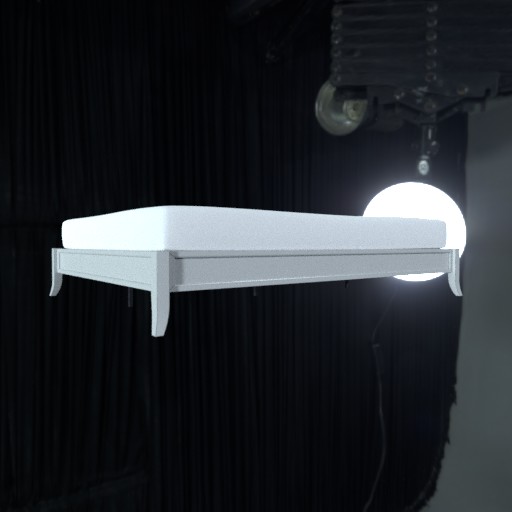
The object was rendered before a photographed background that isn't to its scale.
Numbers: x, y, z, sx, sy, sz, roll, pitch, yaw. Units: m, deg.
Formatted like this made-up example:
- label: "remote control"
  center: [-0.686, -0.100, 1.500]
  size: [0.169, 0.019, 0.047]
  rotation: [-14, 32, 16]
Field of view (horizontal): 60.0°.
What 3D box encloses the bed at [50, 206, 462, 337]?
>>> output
- label: "bed"
  center: [0.000, 0.000, 2.834]
  size: [2.108, 0.510, 1.604]
  rotation: [-1, 2, -37]
